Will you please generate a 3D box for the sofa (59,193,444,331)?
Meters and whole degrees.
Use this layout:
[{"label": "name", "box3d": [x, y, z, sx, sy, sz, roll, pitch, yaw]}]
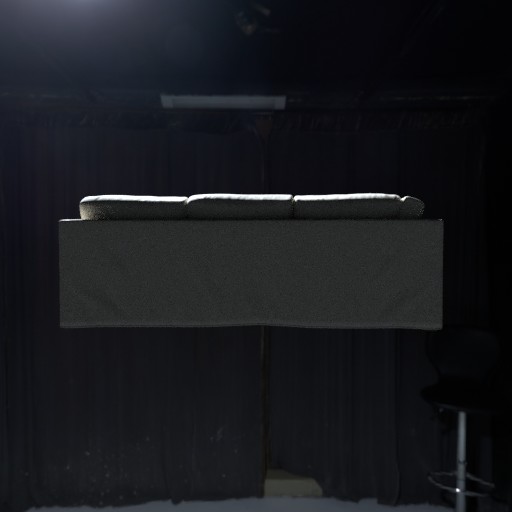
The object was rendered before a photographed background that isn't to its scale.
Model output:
[{"label": "sofa", "box3d": [0.000, 0.000, 4.488, 2.448, 0.882, 3.464, 0, 1, 1]}]
